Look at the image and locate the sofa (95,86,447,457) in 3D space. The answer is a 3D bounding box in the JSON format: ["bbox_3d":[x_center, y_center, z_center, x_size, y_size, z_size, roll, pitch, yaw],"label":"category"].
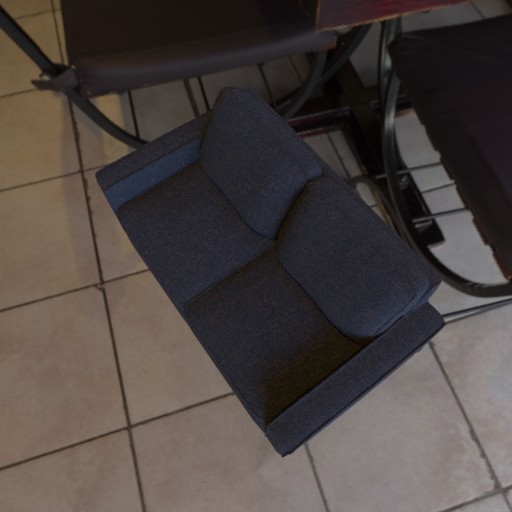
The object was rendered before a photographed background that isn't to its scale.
[{"bbox_3d":[0.000,0.000,2.299,0.947,0.918,1.709,-33,69,-15],"label":"sofa"}]
